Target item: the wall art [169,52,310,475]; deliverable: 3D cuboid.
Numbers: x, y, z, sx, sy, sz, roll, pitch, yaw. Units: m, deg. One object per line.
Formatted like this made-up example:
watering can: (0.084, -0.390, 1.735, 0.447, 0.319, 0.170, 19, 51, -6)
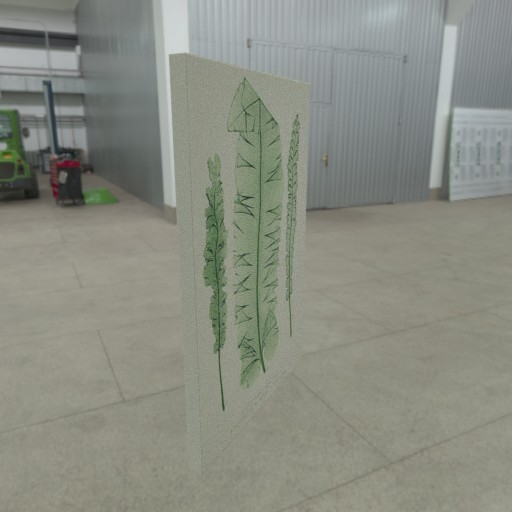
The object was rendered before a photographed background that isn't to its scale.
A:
wall art: (0.000, 0.000, 1.187, 0.038, 0.914, 0.610, 8, 18, 27)
